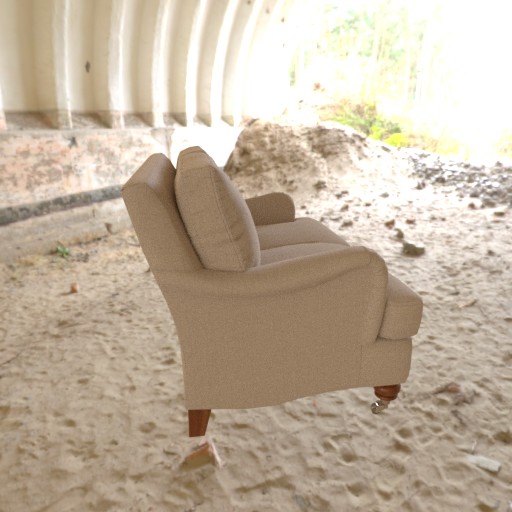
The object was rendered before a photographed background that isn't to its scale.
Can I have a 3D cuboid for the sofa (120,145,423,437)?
[{"bbox_3d":[0.000,0.000,2.248,1.087,1.048,1.508,-3,17,-9],"label":"sofa"}]
